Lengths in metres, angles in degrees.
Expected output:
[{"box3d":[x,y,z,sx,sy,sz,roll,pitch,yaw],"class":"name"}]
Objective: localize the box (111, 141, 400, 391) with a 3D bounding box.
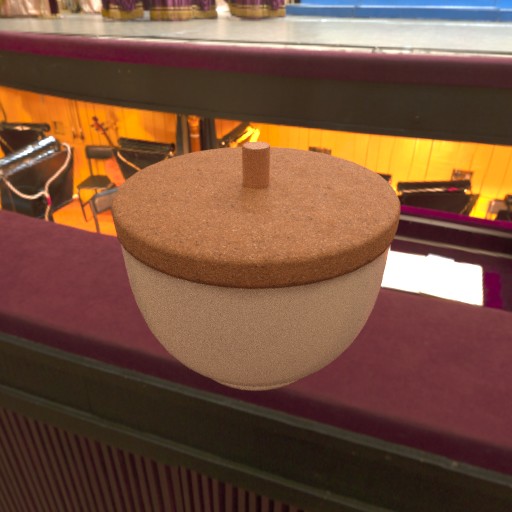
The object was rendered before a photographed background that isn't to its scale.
[{"box3d":[0.000,0.000,0.185,0.107,0.094,0.107,0,31,0],"class":"box"}]
